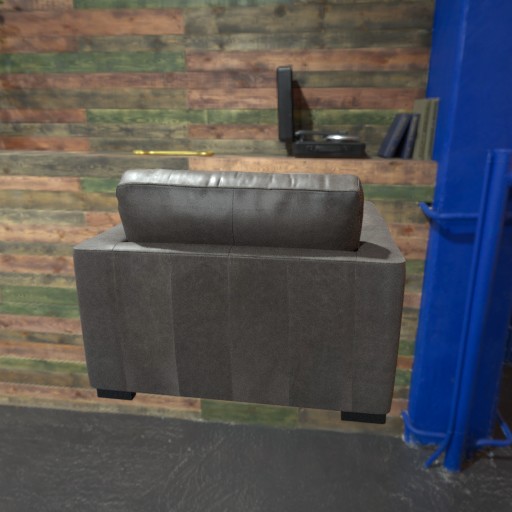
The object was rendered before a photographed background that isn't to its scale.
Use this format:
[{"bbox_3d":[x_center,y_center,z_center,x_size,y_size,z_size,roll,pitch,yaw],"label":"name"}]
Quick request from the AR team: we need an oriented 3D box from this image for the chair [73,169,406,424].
[{"bbox_3d":[0.000,0.000,1.907,1.106,0.807,1.080,2,17,8],"label":"chair"}]
